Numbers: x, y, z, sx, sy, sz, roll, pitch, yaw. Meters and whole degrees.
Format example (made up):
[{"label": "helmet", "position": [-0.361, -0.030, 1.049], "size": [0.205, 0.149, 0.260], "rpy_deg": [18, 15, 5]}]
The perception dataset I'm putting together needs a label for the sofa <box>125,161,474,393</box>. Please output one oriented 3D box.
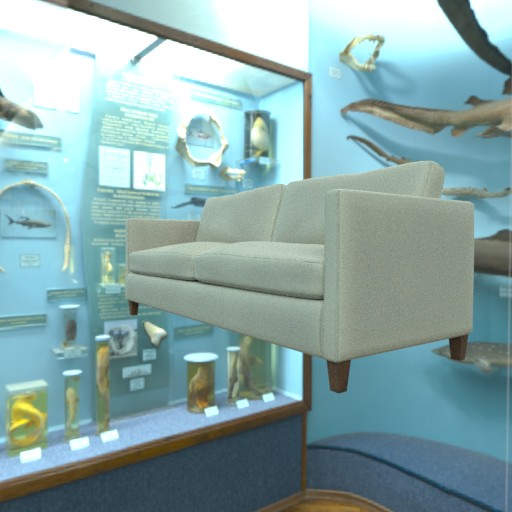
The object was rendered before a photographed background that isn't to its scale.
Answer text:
[{"label": "sofa", "position": [0.000, 0.000, 2.818], "size": [0.951, 0.968, 2.361], "rpy_deg": [-1, 2, -35]}]
